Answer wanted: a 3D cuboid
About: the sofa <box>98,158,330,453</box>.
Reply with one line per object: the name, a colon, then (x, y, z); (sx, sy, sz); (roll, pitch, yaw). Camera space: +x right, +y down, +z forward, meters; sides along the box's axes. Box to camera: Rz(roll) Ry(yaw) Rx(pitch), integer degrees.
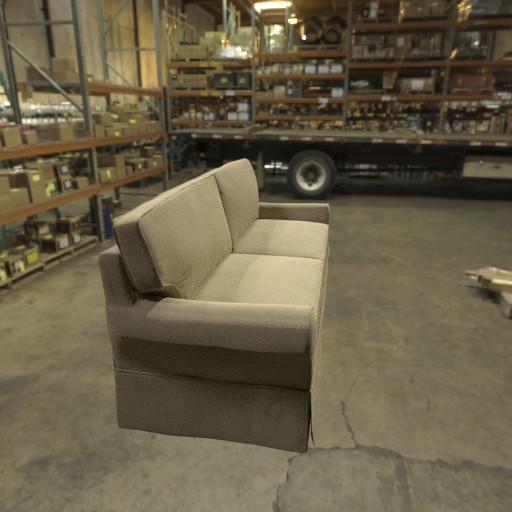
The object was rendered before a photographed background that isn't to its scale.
sofa: (0.000, 0.000, 2.753); (0.900, 1.014, 2.246); (3, 19, 10)
